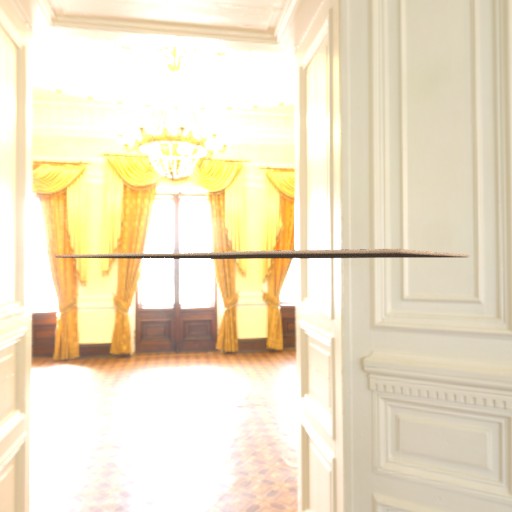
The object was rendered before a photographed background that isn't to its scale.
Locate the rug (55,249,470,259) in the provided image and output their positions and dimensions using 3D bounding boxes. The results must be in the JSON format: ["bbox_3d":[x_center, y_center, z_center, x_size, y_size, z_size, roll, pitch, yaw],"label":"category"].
[{"bbox_3d":[0.000,0.000,3.078,2.464,0.023,1.521,-1,-1,35],"label":"rug"}]
